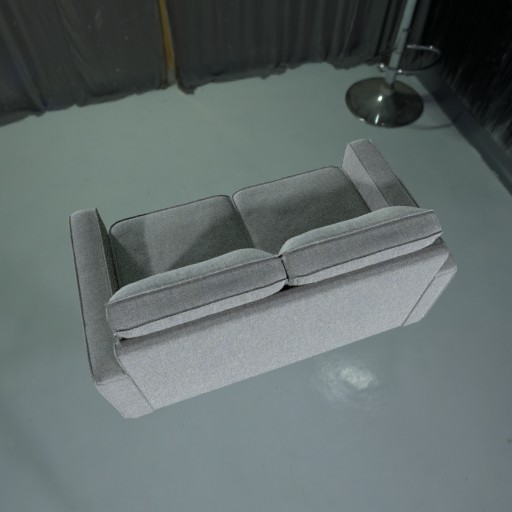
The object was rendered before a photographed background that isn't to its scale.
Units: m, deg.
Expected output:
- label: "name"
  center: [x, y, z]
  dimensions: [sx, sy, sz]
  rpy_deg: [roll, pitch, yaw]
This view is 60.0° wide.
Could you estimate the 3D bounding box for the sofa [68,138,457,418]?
- label: "sofa"
  center: [0.000, 0.000, 2.249]
  dimensions: [1.706, 0.915, 0.945]
  rpy_deg: [-16, 58, -10]
